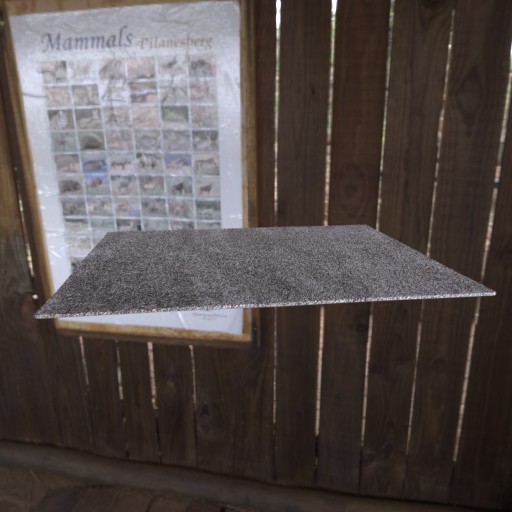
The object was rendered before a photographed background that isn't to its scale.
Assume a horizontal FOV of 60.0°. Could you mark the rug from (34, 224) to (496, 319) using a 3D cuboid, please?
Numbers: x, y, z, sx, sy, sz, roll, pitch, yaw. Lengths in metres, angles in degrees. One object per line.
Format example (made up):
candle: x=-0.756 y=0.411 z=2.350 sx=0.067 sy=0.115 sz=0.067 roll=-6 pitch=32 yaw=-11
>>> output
rug: x=0.000 y=0.000 z=3.980 sx=3.000 sy=0.025 sz=2.401 roll=-2 pitch=15 yaw=-7
